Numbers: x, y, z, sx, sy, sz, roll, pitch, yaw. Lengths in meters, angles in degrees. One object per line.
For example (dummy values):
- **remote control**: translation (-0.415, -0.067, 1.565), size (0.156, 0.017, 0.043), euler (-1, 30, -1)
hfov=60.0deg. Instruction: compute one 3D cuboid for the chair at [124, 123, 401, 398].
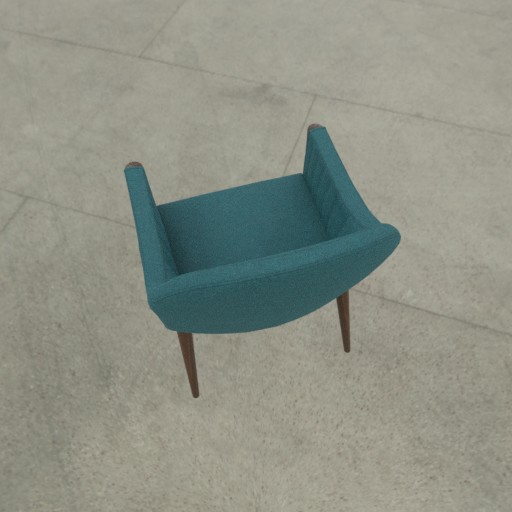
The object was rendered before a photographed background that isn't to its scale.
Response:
- **chair**: translation (0.000, 0.000, 1.348), size (0.656, 0.907, 0.652), euler (-14, 59, -9)
